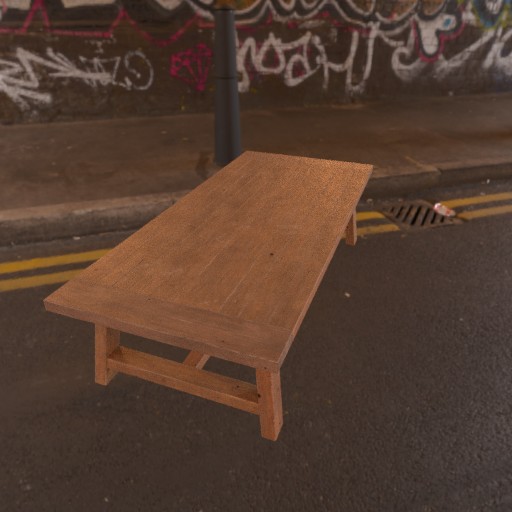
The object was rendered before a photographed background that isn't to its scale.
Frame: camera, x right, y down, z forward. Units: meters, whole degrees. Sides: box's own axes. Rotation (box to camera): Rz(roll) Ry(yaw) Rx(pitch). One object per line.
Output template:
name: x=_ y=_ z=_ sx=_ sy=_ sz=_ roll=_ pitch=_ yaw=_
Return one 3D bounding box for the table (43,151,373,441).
table: x=0.000 y=0.000 z=2.185 sx=0.820 sy=0.465 sz=1.800 roll=11 pitch=32 yaw=18
